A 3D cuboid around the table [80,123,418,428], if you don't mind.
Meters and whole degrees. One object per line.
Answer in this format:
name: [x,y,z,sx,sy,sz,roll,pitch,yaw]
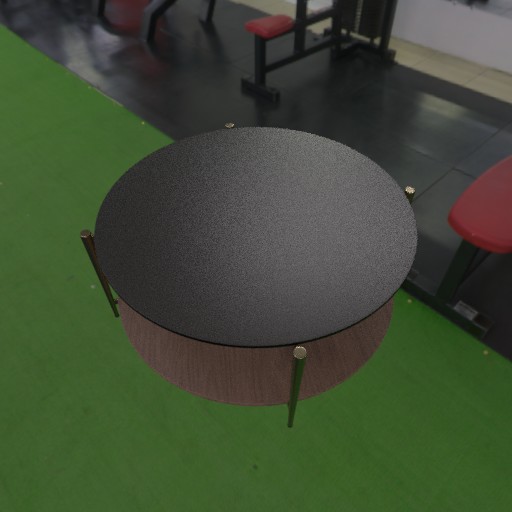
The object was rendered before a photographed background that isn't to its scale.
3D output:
table: [0.000,0.000,1.469,0.938,0.400,0.938,-33,55,-27]
